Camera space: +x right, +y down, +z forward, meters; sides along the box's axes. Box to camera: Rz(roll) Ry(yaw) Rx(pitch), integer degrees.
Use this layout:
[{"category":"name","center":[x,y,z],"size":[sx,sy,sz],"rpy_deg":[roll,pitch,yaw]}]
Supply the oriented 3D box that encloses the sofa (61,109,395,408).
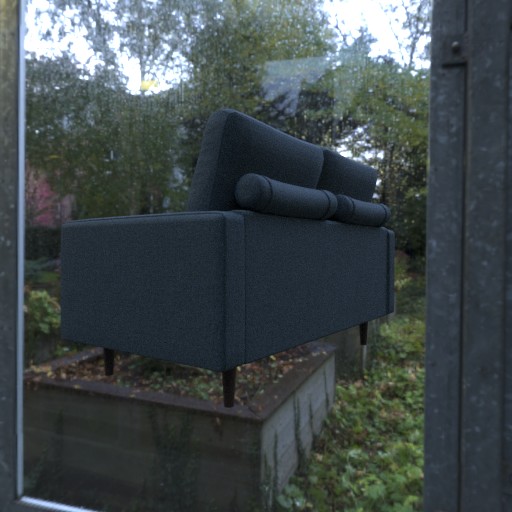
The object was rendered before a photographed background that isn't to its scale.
[{"category":"sofa","center":[0.000,0.000,1.959],"size":[0.842,0.907,1.407],"rpy_deg":[1,1,35]}]
